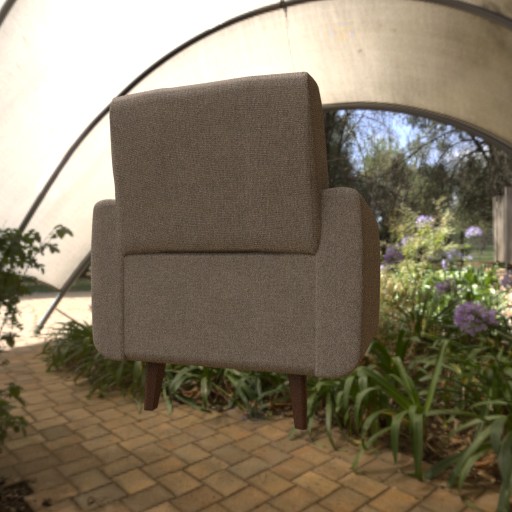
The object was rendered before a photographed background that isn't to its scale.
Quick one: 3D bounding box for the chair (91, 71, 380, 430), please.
[{"bbox_3d":[0.000,0.000,1.631,0.845,0.968,0.942,0,0,18],"label":"chair"}]
